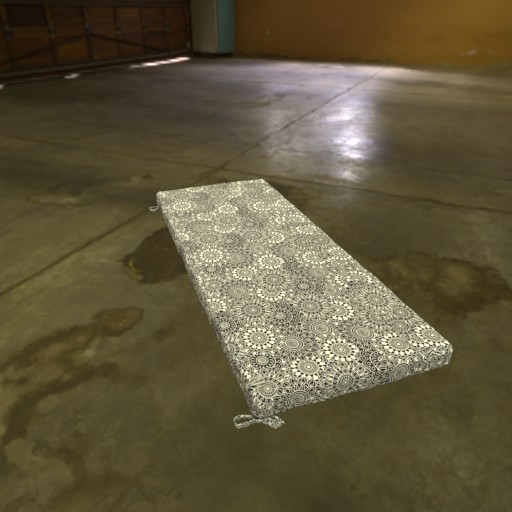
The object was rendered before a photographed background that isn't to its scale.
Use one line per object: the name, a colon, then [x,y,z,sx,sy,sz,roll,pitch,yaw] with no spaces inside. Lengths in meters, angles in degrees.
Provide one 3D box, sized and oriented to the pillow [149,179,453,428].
pillow: [0.000,0.000,1.349,0.492,0.081,1.187,-10,31,-18]
